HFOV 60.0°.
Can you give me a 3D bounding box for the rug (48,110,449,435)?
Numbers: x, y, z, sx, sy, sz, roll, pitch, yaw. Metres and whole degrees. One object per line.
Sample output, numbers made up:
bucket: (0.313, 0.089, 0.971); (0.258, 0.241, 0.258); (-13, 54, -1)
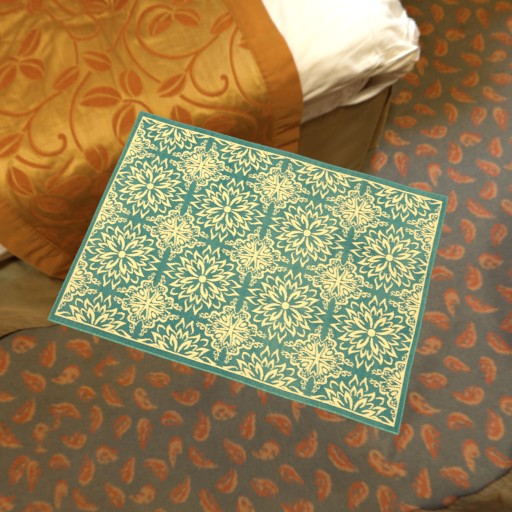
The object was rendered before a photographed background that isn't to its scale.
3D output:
rug: (0.000, 0.000, 2.839); (2.205, 0.012, 1.554); (17, 75, 5)
